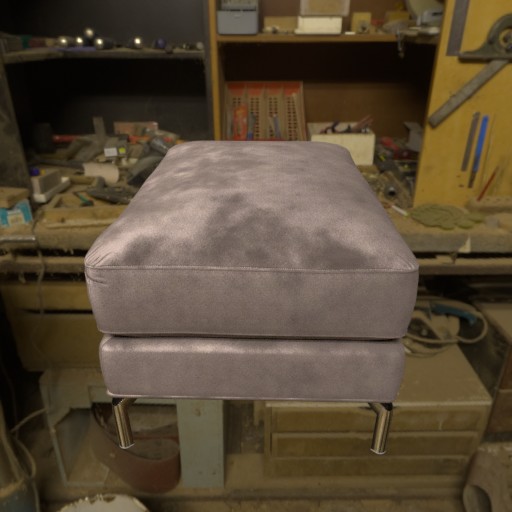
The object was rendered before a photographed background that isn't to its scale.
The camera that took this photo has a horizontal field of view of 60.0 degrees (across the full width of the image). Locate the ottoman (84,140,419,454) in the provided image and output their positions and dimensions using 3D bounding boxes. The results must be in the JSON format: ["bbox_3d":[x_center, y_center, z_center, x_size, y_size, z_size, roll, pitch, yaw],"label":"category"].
[{"bbox_3d":[0.000,0.000,1.038,0.520,0.456,0.719,1,28,1],"label":"ottoman"}]
